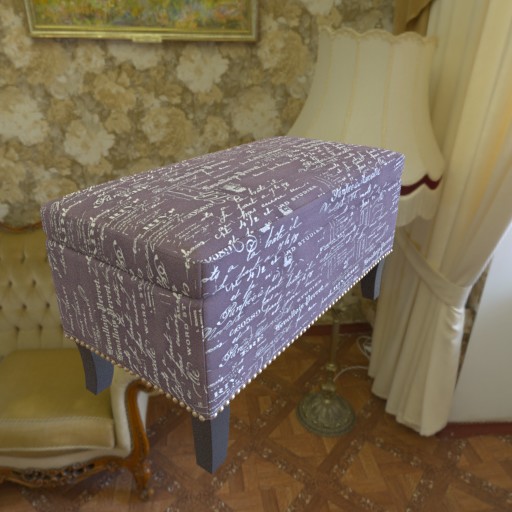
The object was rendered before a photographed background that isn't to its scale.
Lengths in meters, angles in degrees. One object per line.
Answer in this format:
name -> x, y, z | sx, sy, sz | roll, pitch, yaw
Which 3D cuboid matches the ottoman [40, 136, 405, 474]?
ottoman -> 0.000, 0.000, 1.061 | 0.406, 0.457, 0.813 | 18, 31, 32
